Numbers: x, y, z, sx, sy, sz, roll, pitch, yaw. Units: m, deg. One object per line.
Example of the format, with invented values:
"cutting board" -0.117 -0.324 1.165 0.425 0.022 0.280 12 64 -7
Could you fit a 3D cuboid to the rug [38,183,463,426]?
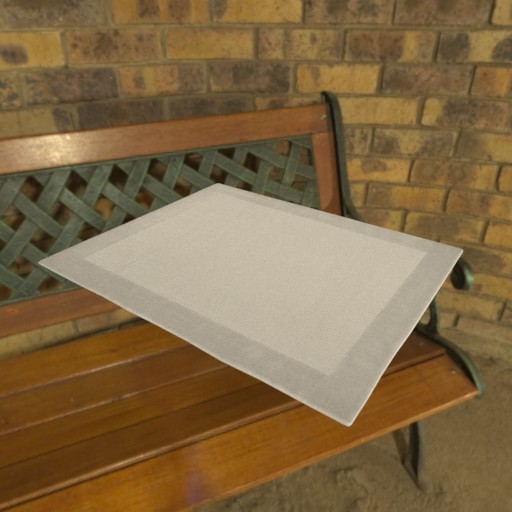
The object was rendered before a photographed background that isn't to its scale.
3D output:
"rug" 0.000 0.000 3.981 2.976 0.018 2.430 20 35 31
